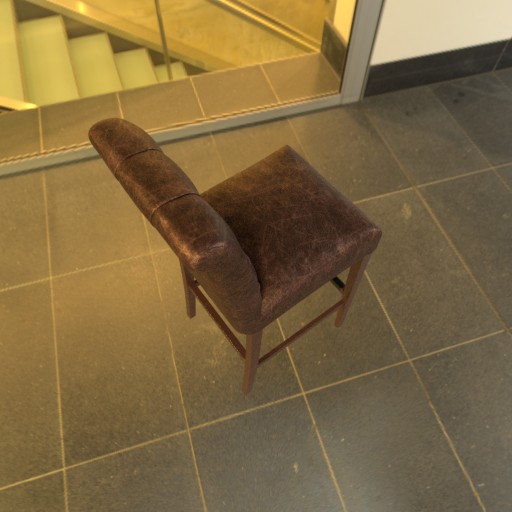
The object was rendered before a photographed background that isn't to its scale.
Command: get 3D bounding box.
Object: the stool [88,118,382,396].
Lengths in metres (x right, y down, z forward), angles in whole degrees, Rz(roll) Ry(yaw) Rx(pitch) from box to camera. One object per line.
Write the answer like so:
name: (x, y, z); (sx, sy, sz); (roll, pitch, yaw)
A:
stool: (0.000, 0.000, 1.504); (0.659, 1.168, 0.483); (-32, 63, -18)
